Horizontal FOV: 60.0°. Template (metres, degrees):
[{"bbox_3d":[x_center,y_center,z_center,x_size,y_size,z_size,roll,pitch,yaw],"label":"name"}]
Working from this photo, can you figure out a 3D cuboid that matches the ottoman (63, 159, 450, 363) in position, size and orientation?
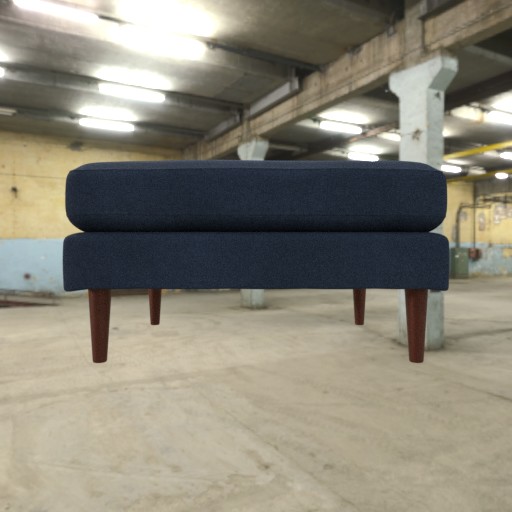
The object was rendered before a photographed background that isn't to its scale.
[{"bbox_3d":[0.000,0.000,1.263,0.821,0.474,0.693,0,0,0],"label":"ottoman"}]
